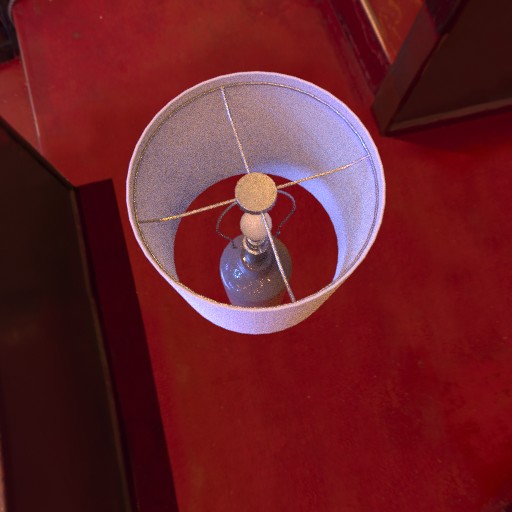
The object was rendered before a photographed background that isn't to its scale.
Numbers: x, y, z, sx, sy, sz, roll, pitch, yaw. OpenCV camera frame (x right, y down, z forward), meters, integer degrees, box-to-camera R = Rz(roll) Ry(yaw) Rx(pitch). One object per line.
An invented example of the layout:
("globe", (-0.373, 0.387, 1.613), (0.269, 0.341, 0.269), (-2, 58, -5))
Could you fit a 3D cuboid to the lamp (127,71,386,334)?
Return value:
("lamp", (0.000, 0.000, 0.576), (0.207, 0.461, 0.207), (-17, 76, -4))
